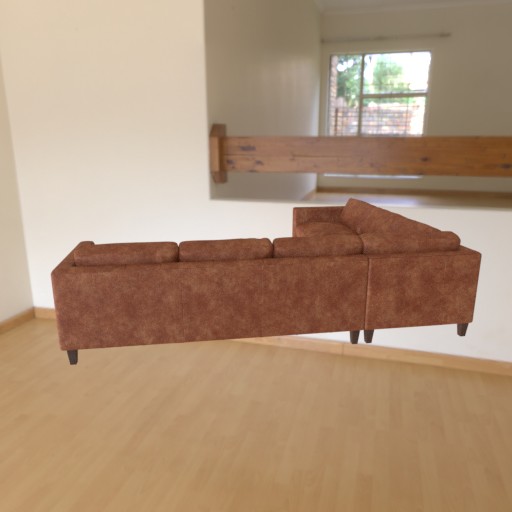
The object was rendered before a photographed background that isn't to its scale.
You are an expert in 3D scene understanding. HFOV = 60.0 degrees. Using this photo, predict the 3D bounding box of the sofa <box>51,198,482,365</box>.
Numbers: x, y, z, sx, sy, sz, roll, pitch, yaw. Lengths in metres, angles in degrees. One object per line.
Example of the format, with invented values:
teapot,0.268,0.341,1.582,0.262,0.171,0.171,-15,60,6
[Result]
sofa,0.000,0.000,4.397,3.150,0.838,2.438,-2,15,-9
